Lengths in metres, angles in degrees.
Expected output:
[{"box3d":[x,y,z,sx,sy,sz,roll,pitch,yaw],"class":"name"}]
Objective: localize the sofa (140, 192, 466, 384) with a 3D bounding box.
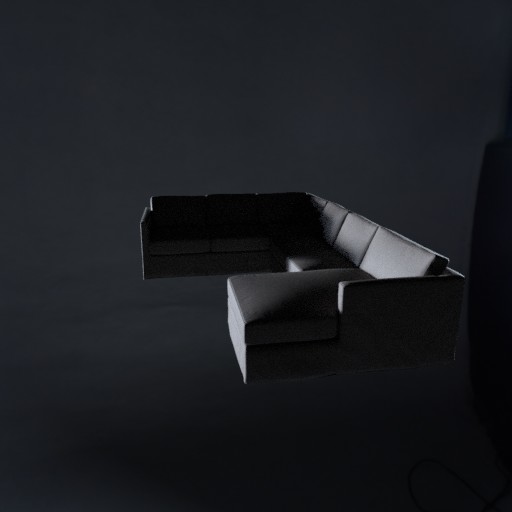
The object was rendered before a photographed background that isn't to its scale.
[{"box3d":[0.000,0.000,4.605,2.427,0.882,3.460,-3,16,-10],"class":"sofa"}]
